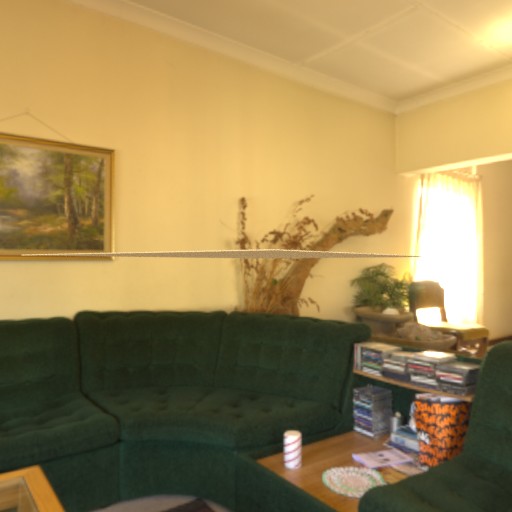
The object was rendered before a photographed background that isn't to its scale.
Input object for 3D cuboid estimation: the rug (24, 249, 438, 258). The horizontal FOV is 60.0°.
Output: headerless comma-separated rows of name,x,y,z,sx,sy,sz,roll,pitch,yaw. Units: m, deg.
rug,0.000,0.000,4.093,2.454,0.005,3.067,-1,-1,36
